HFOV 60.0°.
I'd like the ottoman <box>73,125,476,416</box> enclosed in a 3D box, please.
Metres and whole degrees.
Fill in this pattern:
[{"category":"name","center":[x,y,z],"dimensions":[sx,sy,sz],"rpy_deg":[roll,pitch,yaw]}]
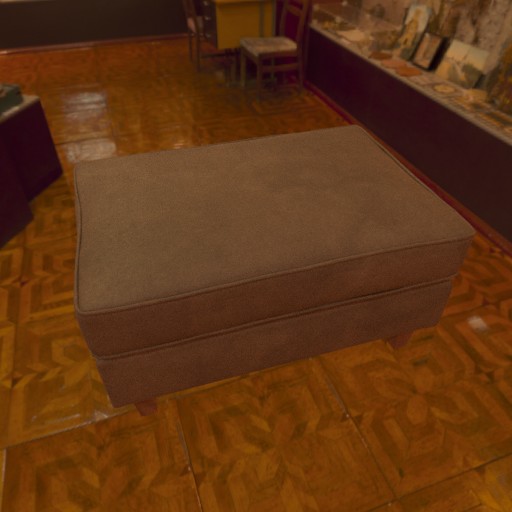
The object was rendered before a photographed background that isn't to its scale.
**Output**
[{"category":"ottoman","center":[0.000,0.000,1.198],"dimensions":[0.860,0.481,0.596],"rpy_deg":[-11,42,-13]}]
